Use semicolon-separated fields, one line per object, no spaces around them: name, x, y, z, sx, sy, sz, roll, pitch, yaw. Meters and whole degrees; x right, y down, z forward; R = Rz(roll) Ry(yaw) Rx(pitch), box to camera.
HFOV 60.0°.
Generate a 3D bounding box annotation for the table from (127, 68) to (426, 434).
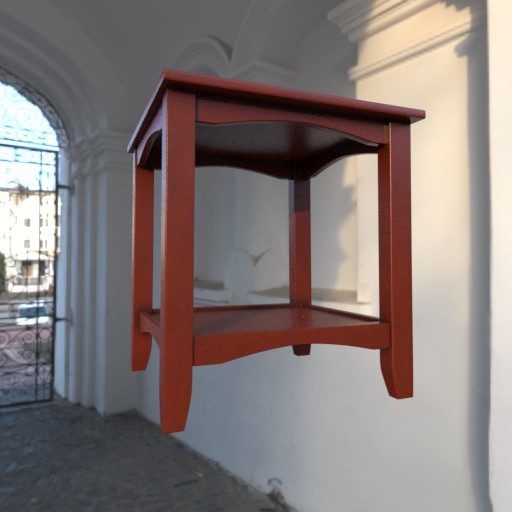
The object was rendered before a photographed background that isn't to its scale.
table;0.000;0.000;0.986;0.523;0.558;0.522;0;0;-20
